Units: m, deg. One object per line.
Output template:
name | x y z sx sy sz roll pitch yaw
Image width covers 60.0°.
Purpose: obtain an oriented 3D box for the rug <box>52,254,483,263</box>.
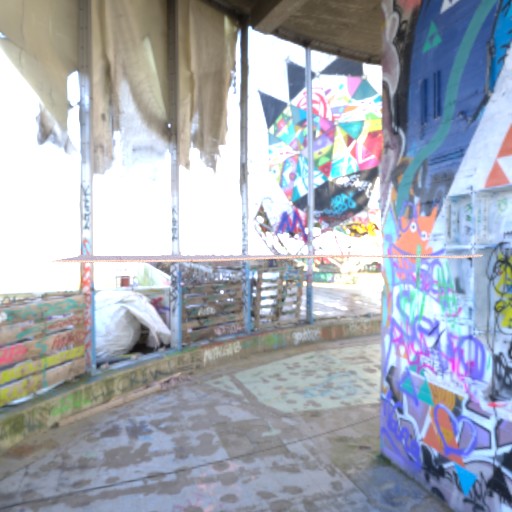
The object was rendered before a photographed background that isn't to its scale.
rug | 0.000 0.000 2.347 1.837 0.025 1.230 0 1 -18
